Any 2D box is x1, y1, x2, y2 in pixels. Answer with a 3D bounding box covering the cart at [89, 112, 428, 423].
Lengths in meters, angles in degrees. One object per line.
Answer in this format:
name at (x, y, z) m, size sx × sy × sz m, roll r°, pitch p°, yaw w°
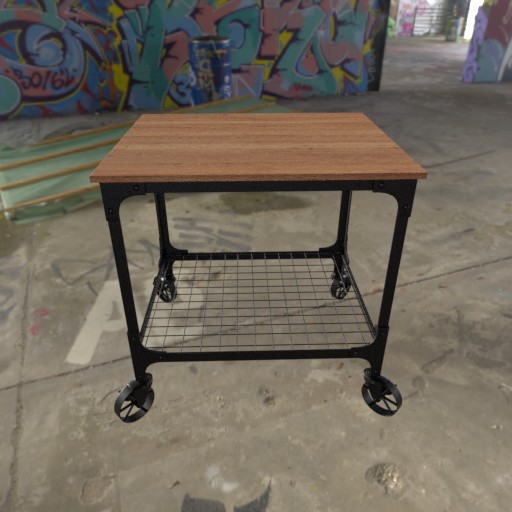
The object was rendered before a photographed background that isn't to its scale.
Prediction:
cart at (0.000, 0.000, 1.127) m, size 0.666 × 0.603 × 0.558 m, roll -1°, pitch 30°, yaw -2°
